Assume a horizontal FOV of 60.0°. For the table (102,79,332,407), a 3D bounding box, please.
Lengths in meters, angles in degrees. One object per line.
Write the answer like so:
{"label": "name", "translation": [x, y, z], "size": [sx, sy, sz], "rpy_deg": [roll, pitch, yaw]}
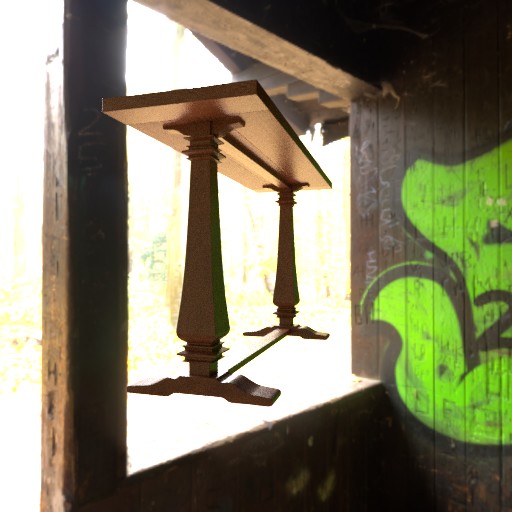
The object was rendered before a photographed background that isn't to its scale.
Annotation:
{"label": "table", "translation": [0.000, 0.000, 1.865], "size": [0.461, 0.852, 1.478], "rpy_deg": [0, -1, 17]}
